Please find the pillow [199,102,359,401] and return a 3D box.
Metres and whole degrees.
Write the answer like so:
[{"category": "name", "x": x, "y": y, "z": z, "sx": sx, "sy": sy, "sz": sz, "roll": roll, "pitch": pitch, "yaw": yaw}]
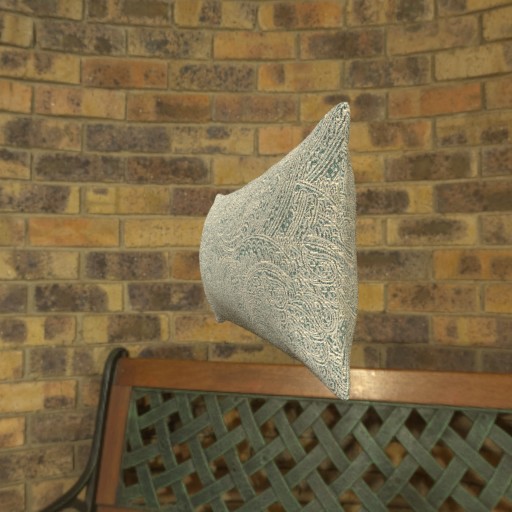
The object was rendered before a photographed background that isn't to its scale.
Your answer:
[{"category": "pillow", "x": 0.000, "y": 0.000, "z": 0.723, "sx": 0.151, "sy": 0.295, "sz": 0.615, "roll": 0, "pitch": -1, "yaw": -17}]
